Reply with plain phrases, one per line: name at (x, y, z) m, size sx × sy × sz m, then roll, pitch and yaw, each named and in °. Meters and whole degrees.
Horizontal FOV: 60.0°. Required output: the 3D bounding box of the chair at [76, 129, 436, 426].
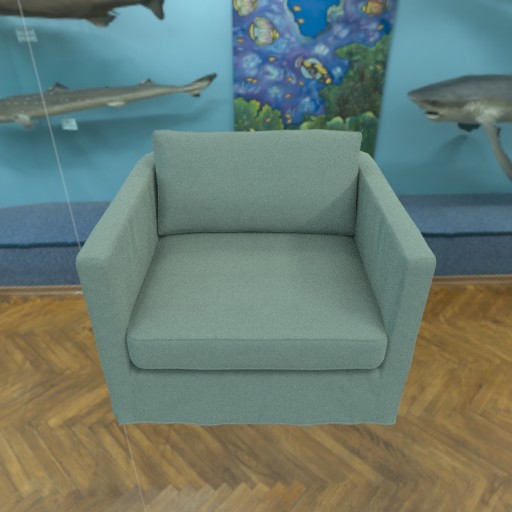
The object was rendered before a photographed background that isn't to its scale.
chair at (0.000, 0.000, 1.766) m, size 1.057 × 0.863 × 0.949 m, roll 0°, pitch 32°, yaw 0°
